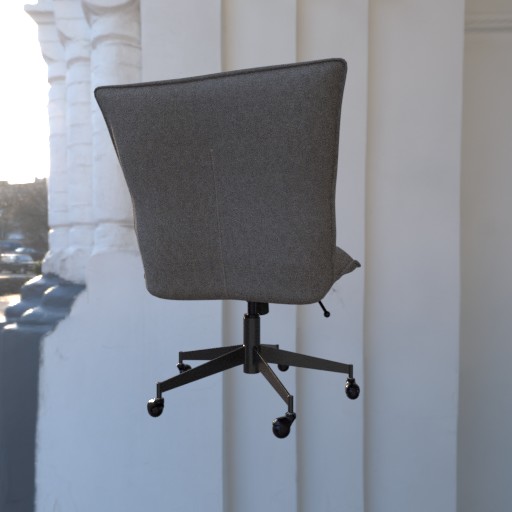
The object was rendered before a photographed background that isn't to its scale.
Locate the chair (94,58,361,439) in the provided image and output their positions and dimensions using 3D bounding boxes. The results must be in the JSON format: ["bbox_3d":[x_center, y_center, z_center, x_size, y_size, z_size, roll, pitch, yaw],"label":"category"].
[{"bbox_3d":[0.000,0.000,1.281,0.597,0.811,0.696,0,1,18],"label":"chair"}]
